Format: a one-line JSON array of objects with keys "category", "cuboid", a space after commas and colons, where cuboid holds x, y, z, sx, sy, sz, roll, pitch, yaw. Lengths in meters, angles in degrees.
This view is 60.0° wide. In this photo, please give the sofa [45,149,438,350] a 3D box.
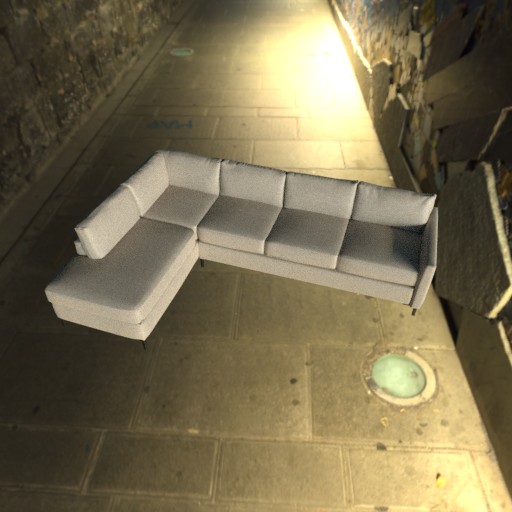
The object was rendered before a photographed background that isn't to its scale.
[{"category": "sofa", "cuboid": [0.000, 0.000, 3.192, 2.423, 0.703, 1.617, 12, 42, 14]}]
